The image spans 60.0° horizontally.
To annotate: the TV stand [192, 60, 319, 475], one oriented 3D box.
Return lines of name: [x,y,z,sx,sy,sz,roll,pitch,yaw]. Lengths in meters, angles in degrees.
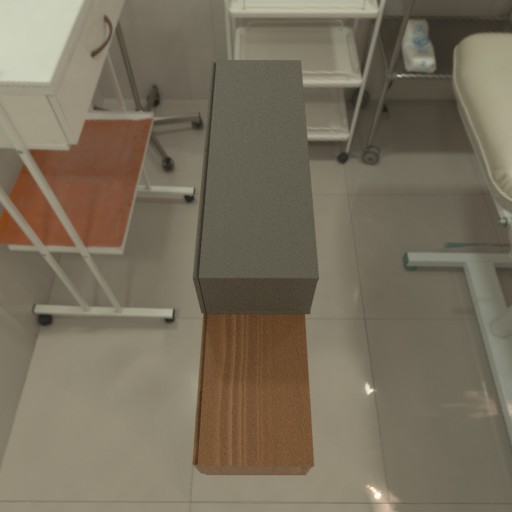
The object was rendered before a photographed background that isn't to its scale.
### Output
TV stand: [0.000,0.000,1.532,0.329,0.591,1.336,0,58,0]
